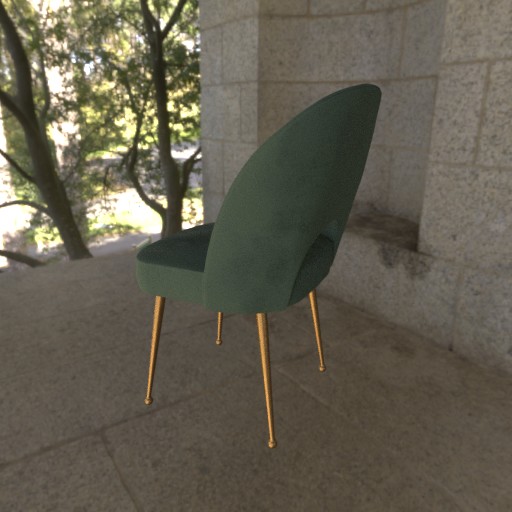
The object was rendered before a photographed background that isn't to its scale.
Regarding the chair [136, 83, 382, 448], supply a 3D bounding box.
[{"bbox_3d":[0.000,0.000,1.211,0.577,0.860,0.527,9,20,25],"label":"chair"}]
